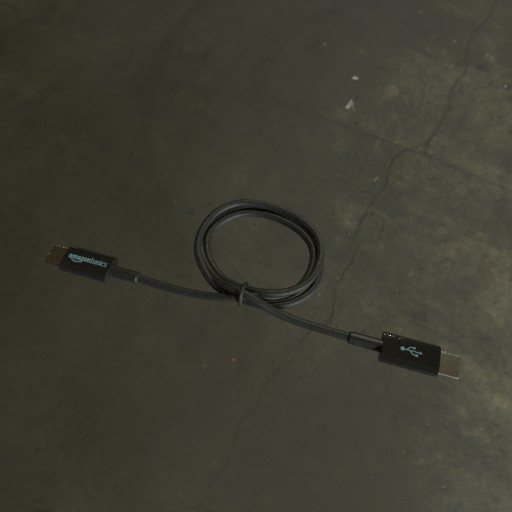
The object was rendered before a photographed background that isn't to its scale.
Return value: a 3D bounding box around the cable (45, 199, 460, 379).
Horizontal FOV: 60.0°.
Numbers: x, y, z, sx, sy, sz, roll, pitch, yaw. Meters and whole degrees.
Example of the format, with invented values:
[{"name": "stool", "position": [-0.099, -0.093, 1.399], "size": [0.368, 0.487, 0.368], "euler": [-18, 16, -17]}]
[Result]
[{"name": "cable", "position": [0.000, 0.000, 0.222], "size": [0.203, 0.014, 0.070], "euler": [14, 60, 8]}]
